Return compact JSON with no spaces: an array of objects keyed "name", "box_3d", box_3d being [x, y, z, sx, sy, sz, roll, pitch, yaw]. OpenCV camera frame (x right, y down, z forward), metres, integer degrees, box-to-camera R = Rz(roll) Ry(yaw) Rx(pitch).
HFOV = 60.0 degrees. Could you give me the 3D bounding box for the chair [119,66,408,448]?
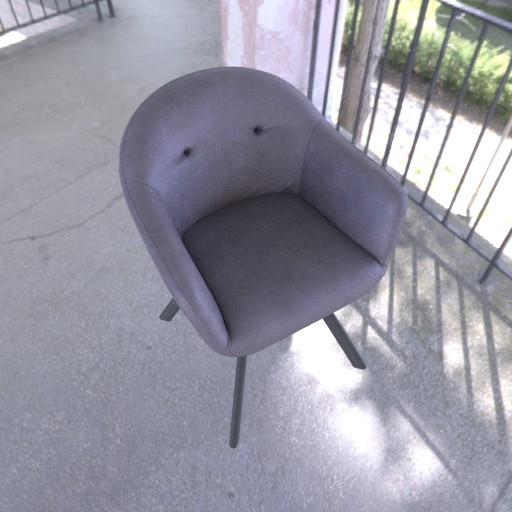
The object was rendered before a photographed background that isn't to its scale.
[{"name":"chair","box_3d":[0.000,0.000,1.161,0.567,0.781,0.544,-24,52,-21]}]
